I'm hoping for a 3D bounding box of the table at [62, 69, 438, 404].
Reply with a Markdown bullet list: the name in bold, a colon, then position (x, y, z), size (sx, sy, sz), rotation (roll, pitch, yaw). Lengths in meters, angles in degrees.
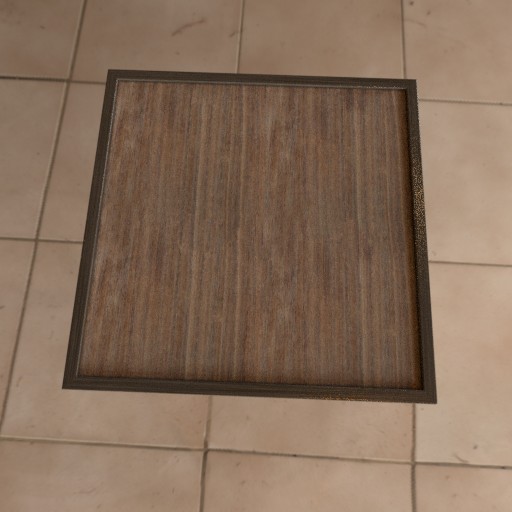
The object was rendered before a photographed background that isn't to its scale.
- **table**: position (0.000, 0.000, 1.042), size (0.611, 0.507, 0.609), rotation (2, 75, 1)
